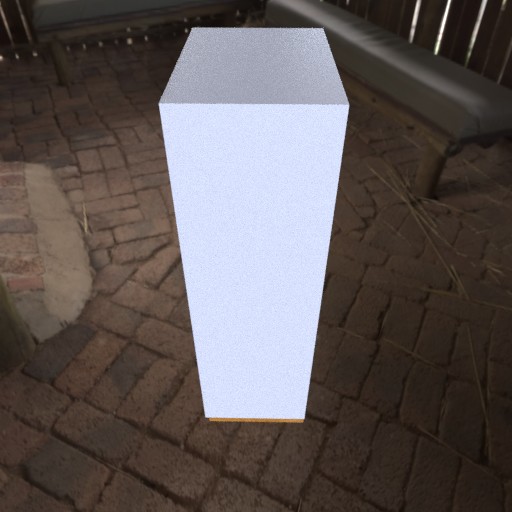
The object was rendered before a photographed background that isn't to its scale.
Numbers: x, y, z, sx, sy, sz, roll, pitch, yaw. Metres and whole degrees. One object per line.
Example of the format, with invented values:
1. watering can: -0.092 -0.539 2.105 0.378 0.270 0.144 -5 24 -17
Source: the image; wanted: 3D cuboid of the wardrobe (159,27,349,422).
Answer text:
1. wardrobe: 0.000 0.000 2.393 0.600 2.040 0.860 1 42 1
